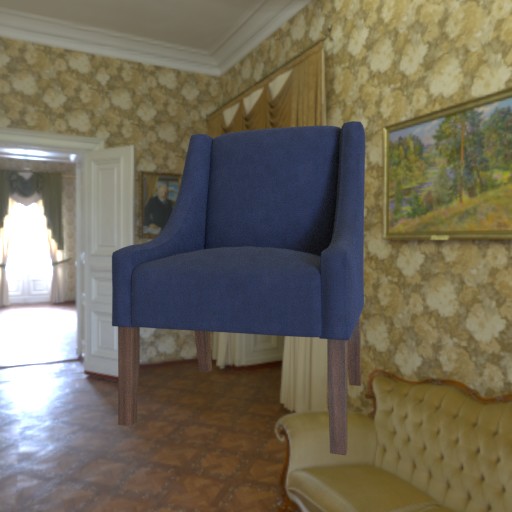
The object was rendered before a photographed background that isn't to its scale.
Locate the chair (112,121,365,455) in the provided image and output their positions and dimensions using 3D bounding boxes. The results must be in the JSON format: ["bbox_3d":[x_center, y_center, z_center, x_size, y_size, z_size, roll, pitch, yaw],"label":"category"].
[{"bbox_3d":[0.000,0.000,1.362,0.629,0.895,0.629,0,1,17],"label":"chair"}]
